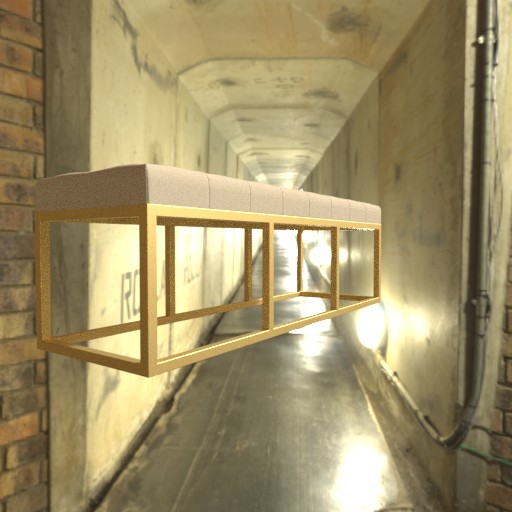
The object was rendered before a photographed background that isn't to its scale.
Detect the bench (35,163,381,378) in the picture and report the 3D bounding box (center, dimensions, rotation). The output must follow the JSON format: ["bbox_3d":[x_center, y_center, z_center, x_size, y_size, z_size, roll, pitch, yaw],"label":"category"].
[{"bbox_3d":[0.000,0.000,1.692,0.457,0.484,1.473,1,2,35],"label":"bench"}]
